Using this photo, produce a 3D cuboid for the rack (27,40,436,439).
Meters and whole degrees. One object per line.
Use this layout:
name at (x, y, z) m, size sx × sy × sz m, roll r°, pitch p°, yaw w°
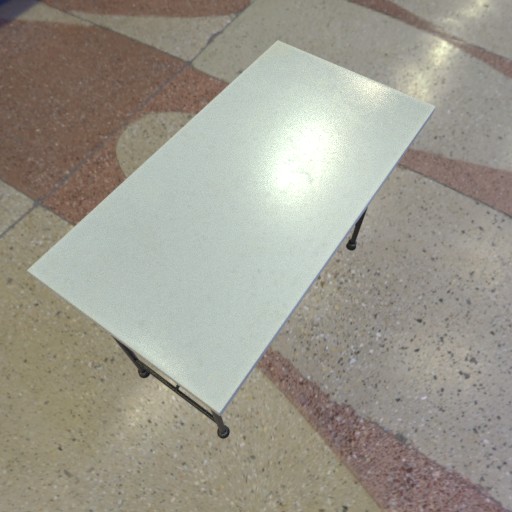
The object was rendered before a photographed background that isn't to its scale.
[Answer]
rack at (0.000, 0.000, 1.655) m, size 0.613 × 0.880 × 1.159 m, roll 31°, pitch 64°, yaw 17°
